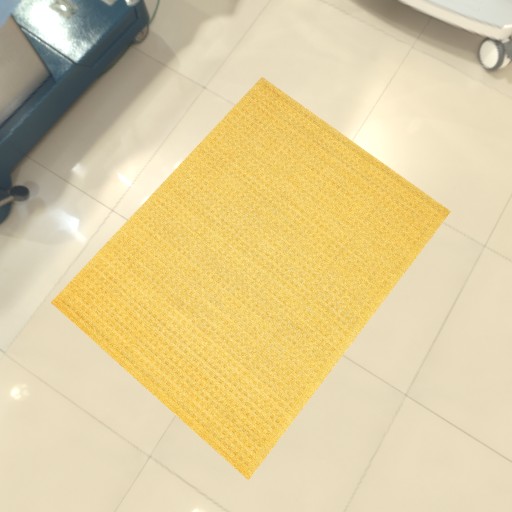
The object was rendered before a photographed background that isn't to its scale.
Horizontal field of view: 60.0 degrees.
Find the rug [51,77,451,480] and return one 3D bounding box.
[{"bbox_3d":[0.000,0.000,4.411,2.486,0.015,3.242,38,79,9],"label":"rug"}]
